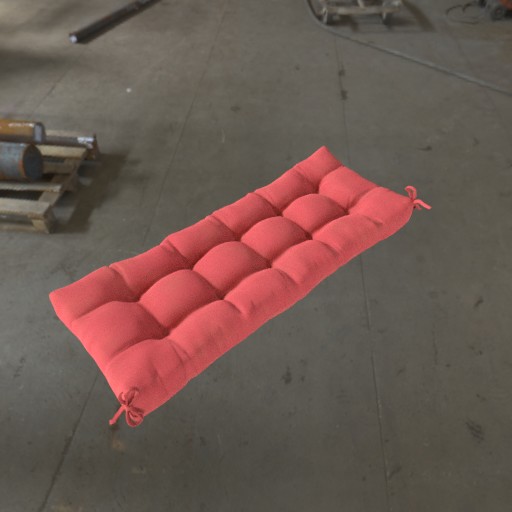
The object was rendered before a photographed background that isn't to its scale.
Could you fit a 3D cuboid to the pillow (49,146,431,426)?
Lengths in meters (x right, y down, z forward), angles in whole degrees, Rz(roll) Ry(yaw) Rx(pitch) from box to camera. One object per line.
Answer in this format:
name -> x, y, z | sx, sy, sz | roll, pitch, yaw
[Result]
pillow -> 0.000, 0.000, 1.371 | 1.194, 0.174, 0.511 | -32, 55, -27
